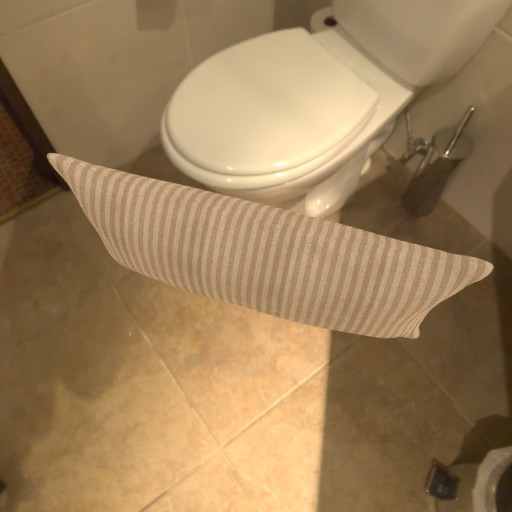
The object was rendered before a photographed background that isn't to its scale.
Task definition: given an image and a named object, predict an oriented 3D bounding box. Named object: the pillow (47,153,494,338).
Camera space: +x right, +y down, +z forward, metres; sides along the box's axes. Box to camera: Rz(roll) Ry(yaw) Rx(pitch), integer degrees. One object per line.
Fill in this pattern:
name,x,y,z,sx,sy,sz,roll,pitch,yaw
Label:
pillow,0.000,0.000,0.716,0.617,0.295,0.151,15,64,7
